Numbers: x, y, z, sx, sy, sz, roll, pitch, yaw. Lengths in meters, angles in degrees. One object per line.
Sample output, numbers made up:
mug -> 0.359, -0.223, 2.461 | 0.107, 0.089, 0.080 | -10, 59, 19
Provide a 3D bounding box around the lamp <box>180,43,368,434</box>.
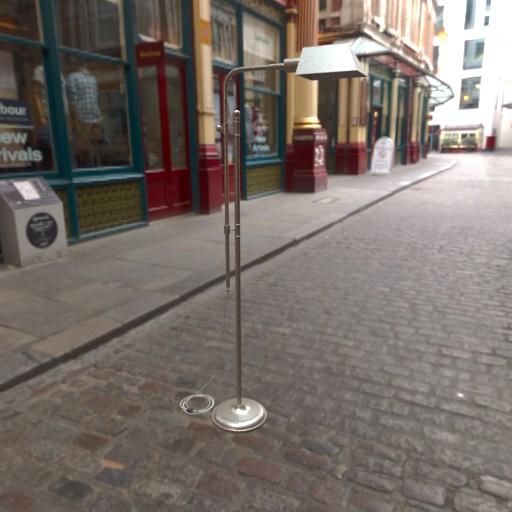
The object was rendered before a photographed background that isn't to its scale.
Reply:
lamp -> 0.000, 0.000, 1.849 | 0.813, 1.571, 0.256 | 7, 16, 26
